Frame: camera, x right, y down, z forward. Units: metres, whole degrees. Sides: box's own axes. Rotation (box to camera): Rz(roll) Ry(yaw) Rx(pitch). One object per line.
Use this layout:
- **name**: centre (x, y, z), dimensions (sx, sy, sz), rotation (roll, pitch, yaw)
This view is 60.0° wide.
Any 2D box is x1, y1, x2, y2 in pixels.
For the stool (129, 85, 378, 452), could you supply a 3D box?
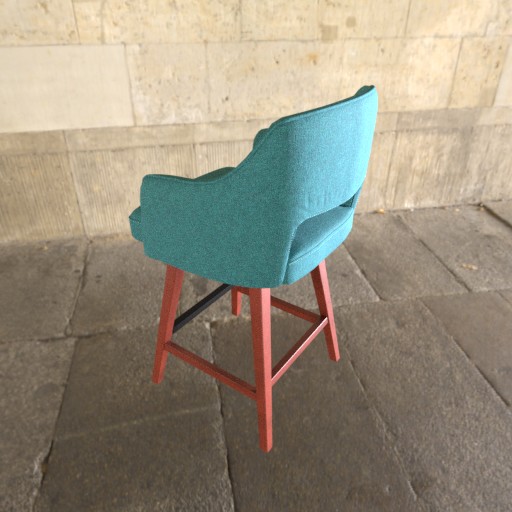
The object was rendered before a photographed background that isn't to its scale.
- **stool**: centre (0.000, 0.000, 1.303), dimensions (0.556, 0.961, 0.548), rotation (20, 37, 29)
